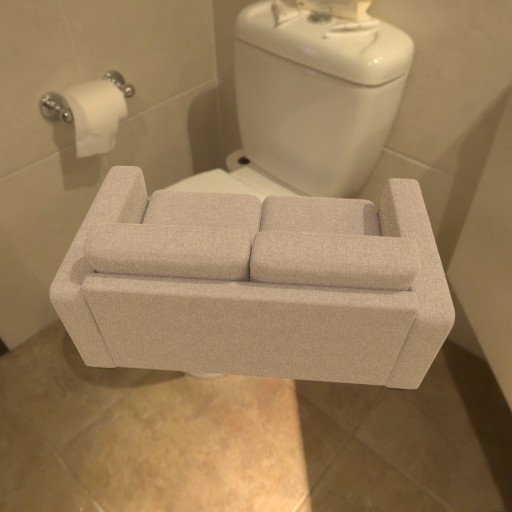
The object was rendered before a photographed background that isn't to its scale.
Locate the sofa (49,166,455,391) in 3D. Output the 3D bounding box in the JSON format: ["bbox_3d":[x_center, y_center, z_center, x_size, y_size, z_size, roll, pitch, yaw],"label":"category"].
[{"bbox_3d":[0.000,0.000,2.067,1.540,0.800,0.900,3,47,3],"label":"sofa"}]
